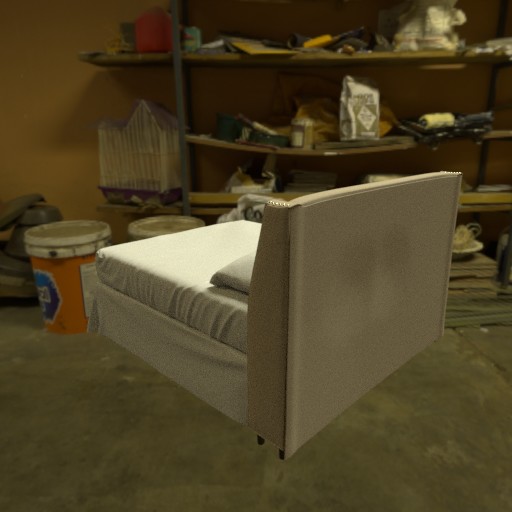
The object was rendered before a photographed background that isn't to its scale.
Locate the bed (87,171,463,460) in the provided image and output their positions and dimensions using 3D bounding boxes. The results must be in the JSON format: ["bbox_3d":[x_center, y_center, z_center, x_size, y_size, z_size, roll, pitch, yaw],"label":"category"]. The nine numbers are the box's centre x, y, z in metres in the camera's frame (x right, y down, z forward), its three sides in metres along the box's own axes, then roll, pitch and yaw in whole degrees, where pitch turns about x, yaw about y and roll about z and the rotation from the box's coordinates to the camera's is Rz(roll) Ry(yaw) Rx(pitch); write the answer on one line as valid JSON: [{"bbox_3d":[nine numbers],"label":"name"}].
[{"bbox_3d":[0.000,0.000,3.418,2.276,1.332,1.925,15,22,42],"label":"bed"}]
